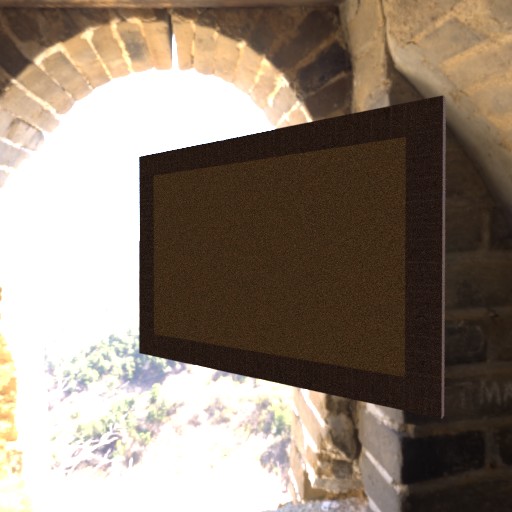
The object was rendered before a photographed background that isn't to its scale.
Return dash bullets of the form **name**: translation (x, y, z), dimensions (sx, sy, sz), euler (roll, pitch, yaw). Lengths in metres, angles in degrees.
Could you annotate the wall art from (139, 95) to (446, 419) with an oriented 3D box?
- **wall art**: translation (0.000, 0.000, 1.141), dimensions (0.917, 0.626, 0.019), euler (1, 1, 37)
